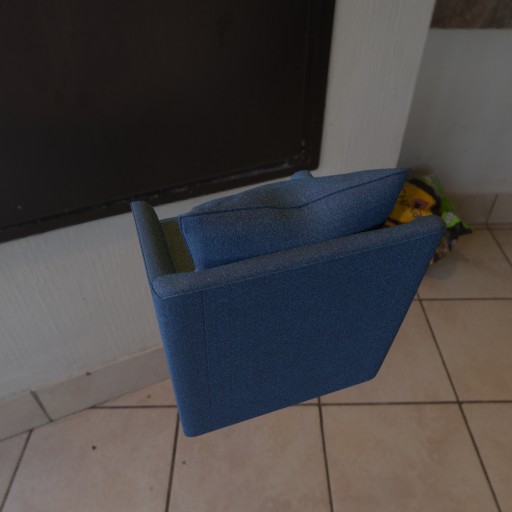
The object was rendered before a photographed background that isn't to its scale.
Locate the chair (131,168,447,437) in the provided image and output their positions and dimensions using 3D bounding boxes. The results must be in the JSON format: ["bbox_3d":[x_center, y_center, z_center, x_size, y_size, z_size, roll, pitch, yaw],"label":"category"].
[{"bbox_3d":[0.000,0.000,1.550,0.750,0.939,0.870,-13,43,-14],"label":"chair"}]
